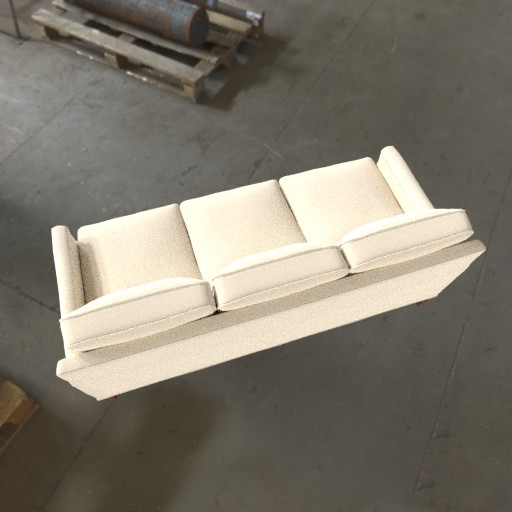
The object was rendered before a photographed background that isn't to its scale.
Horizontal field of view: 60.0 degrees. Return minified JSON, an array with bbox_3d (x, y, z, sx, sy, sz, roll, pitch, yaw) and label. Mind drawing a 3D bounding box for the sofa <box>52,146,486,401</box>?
[{"bbox_3d":[0.000,0.000,2.662,2.246,1.003,1.084,-15,60,-9],"label":"sofa"}]
